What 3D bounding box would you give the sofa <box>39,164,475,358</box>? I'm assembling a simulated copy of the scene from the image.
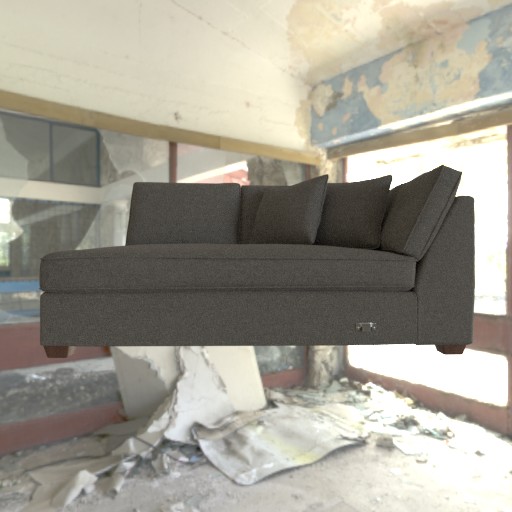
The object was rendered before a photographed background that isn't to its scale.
[{"bbox_3d":[0.000,0.000,2.751,2.237,1.033,1.110,0,0,-1],"label":"sofa"}]
